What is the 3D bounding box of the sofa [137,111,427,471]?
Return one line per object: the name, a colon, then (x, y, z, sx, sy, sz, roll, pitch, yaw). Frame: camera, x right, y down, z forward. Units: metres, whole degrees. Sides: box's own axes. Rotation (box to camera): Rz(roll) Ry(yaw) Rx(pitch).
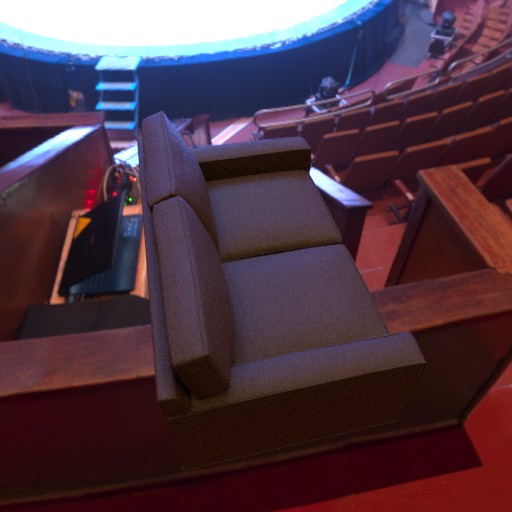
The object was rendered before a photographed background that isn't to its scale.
sofa: (0.000, 0.000, 2.130, 0.974, 0.887, 1.534, -9, 48, -9)
